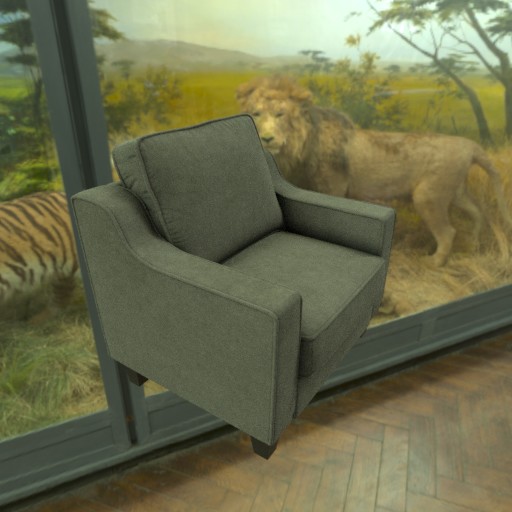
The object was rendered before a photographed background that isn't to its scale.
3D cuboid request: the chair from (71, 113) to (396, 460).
[{"bbox_3d":[0.000,0.000,1.693,0.840,0.944,0.926,17,31,30],"label":"chair"}]
